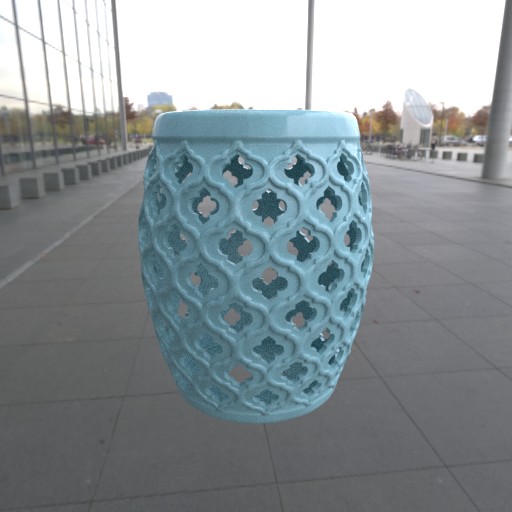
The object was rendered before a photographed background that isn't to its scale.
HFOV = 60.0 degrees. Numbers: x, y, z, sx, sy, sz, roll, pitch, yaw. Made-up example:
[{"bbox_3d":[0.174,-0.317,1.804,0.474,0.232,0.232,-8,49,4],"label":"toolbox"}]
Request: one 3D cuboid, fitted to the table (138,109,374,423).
[{"bbox_3d":[0.000,0.000,0.637,0.325,0.388,0.325,0,15,0],"label":"table"}]
